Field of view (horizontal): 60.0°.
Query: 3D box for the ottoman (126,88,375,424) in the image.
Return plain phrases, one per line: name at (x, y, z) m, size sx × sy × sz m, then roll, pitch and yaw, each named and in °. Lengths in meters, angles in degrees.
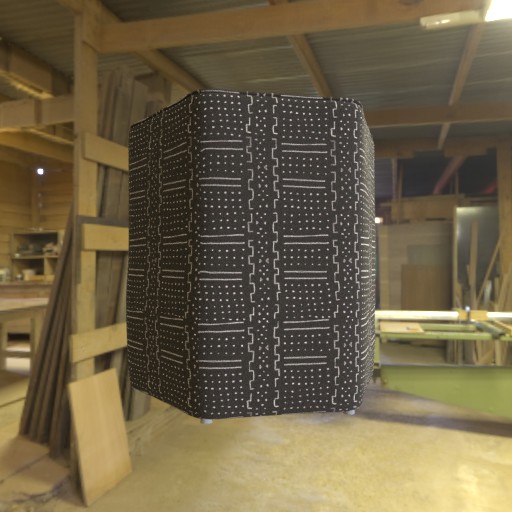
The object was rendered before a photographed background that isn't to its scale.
ottoman at (0.000, 0.000, 0.874) m, size 0.443 × 0.502 × 0.494 m, roll 0°, pitch -1°, yaw 20°
